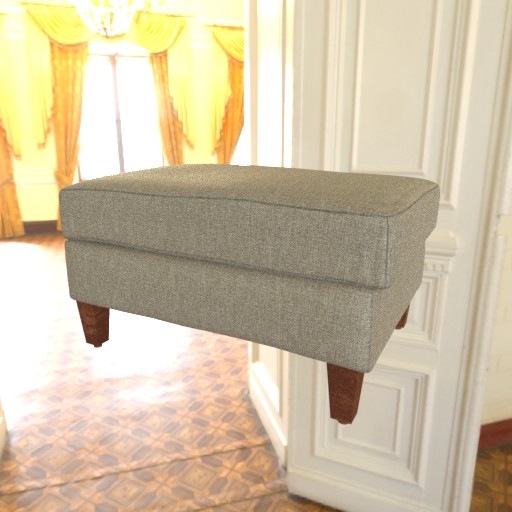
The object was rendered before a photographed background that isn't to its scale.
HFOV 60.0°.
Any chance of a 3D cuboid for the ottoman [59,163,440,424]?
[{"bbox_3d":[0.000,0.000,1.242,0.873,0.494,0.639,8,17,27],"label":"ottoman"}]
